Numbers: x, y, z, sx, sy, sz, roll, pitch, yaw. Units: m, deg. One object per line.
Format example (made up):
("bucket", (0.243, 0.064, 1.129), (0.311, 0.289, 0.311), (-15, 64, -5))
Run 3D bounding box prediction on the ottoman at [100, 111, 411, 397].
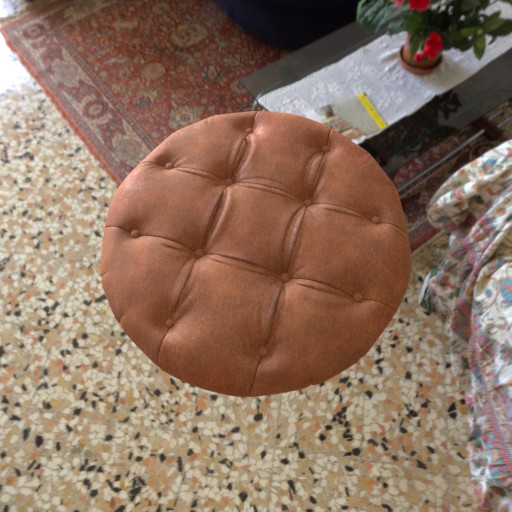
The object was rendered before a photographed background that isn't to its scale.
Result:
("ottoman", (0.000, 0.000, 1.406), (0.901, 0.444, 0.901), (0, 64, 0))
